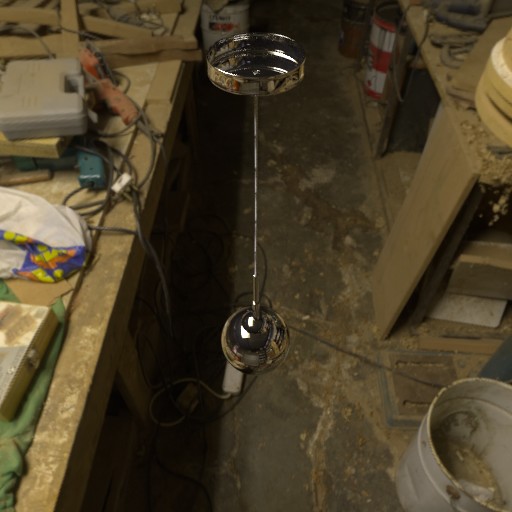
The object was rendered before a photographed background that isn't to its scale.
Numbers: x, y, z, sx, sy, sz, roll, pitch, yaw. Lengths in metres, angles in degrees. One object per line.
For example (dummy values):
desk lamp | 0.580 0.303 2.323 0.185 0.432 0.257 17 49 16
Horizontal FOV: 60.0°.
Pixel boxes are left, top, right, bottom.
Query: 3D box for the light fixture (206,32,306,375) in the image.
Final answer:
light fixture | 0.000 0.000 1.686 0.336 1.538 0.336 2 49 2
